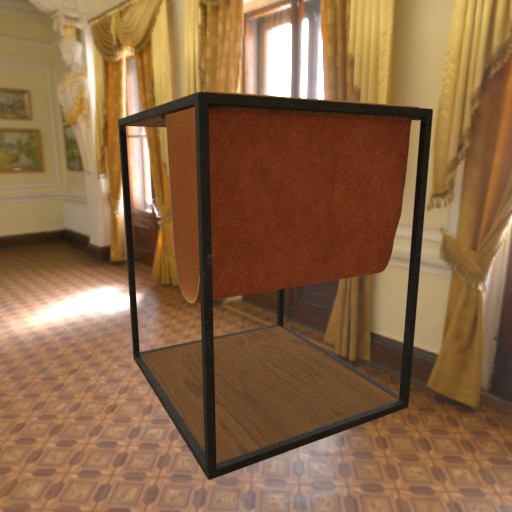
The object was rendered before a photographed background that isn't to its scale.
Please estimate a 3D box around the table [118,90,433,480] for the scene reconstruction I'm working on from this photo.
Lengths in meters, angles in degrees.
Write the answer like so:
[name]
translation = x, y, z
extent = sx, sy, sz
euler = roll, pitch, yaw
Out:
[table]
translation = 0.000, 0.000, 0.864
extent = 0.399, 0.536, 0.450
euler = -7, 14, -28
